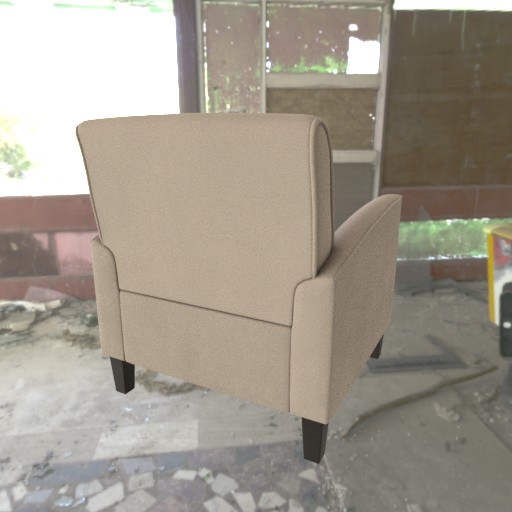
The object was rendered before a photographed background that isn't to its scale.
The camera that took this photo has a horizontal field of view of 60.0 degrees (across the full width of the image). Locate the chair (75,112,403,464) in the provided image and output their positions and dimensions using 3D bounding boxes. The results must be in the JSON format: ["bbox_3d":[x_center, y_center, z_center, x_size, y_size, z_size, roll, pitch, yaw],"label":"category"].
[{"bbox_3d":[0.000,0.000,1.537,0.820,0.915,0.820,8,17,27],"label":"chair"}]
